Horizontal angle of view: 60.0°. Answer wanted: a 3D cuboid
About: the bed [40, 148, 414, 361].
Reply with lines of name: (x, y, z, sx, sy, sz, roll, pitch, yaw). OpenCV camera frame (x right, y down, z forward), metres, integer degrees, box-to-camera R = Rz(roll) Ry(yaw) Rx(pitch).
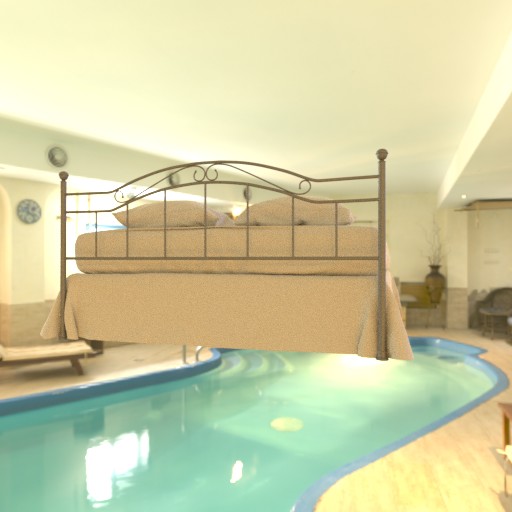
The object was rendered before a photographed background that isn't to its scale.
bed: (0.000, 0.000, 3.573, 2.309, 1.080, 2.220, 0, 0, 17)
